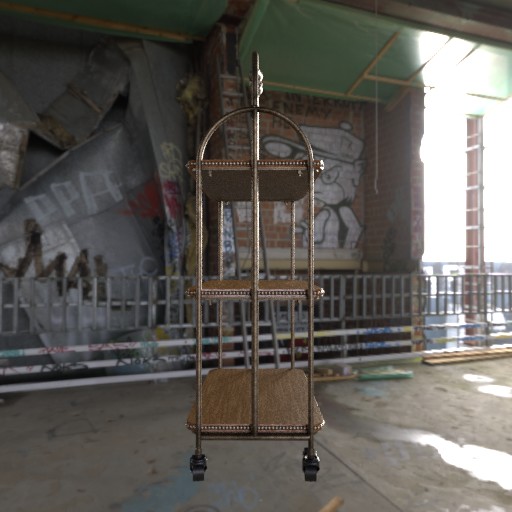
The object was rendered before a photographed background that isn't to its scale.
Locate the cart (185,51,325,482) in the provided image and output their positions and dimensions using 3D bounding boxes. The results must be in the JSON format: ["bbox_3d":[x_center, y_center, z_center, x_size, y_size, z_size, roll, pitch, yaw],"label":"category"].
[{"bbox_3d":[0.000,0.000,1.318,0.330,1.052,0.650,0,-1,0],"label":"cart"}]
